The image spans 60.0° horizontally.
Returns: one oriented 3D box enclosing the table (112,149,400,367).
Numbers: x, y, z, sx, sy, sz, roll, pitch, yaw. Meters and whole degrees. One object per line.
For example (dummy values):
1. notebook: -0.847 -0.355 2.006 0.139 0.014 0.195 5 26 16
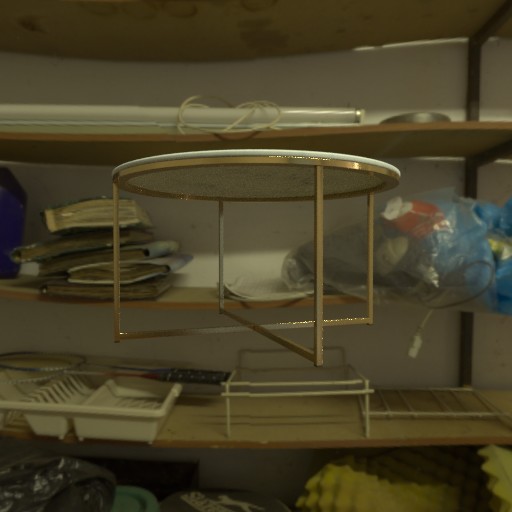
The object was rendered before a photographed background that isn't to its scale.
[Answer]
1. table: 0.000 0.000 1.297 0.800 0.450 0.800 0 1 0
